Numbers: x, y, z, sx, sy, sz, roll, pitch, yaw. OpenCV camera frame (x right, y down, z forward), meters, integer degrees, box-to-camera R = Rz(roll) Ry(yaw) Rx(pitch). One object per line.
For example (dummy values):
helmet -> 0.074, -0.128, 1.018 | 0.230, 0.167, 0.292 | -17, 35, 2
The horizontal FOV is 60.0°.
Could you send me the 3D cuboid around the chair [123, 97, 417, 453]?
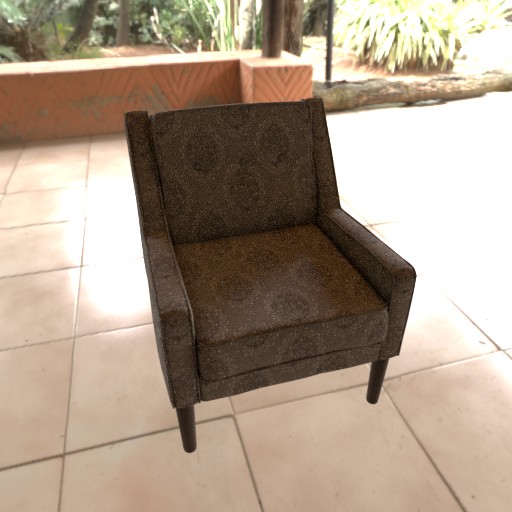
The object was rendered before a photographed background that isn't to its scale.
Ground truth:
chair -> 0.000, 0.000, 1.355 | 0.665, 0.797, 0.750 | -9, 33, -14
